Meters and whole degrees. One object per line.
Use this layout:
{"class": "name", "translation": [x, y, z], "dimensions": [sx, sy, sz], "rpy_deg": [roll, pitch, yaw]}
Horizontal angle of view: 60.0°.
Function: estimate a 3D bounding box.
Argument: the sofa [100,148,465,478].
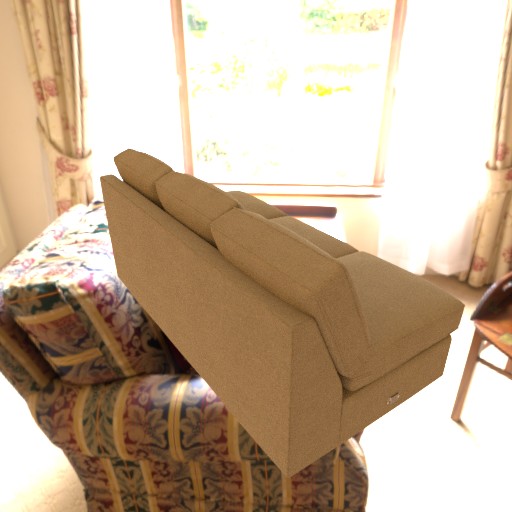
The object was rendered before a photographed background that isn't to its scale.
{"class": "sofa", "translation": [0.000, 0.000, 2.643], "dimensions": [1.127, 1.036, 2.092], "rpy_deg": [-18, 32, -31]}
